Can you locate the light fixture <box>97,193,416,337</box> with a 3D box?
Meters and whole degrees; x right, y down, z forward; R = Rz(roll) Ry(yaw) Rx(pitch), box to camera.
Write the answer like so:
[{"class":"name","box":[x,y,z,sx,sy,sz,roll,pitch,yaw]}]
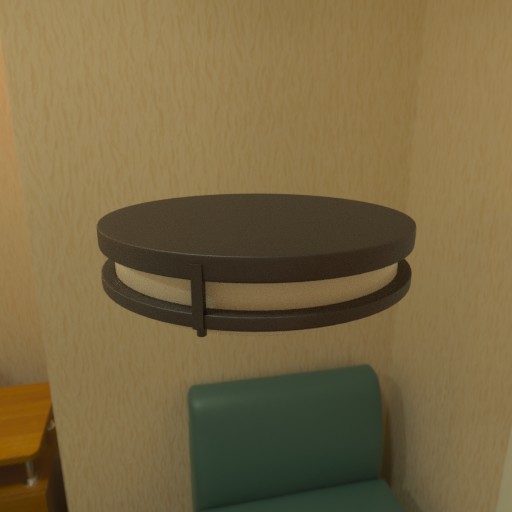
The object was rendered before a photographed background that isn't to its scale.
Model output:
[{"class":"light fixture","box":[0.000,0.000,0.533,0.356,0.102,0.356,0,16,0]}]
